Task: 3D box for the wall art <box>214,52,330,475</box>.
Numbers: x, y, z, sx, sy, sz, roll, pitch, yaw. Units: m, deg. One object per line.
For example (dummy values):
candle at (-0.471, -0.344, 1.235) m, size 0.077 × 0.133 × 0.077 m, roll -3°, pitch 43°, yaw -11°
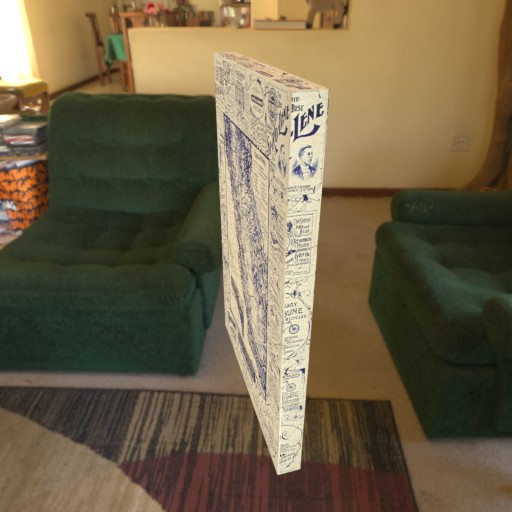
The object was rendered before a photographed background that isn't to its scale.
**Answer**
wall art at (0.000, 0.000, 0.756) m, size 0.040 × 0.601 × 0.408 m, roll -8°, pitch 31°, yaw -13°
